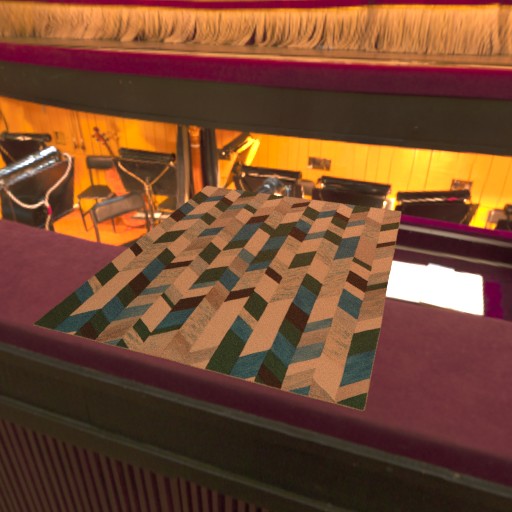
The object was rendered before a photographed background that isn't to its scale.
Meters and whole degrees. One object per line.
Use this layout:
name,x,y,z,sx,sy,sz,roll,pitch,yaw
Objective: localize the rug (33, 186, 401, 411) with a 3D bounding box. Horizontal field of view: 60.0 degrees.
rug,0.000,0.000,4.158,2.440,0.008,3.036,10,31,17
